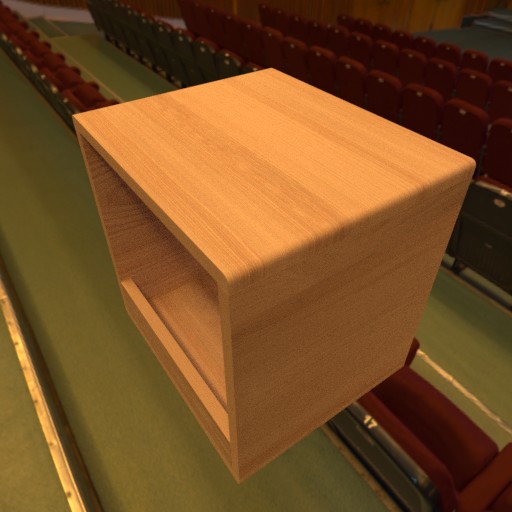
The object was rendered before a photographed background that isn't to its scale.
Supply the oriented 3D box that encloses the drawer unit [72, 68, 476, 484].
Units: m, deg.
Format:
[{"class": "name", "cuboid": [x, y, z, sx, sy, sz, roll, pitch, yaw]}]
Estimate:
[{"class": "drawer unit", "cuboid": [0.000, 0.000, 0.590, 0.290, 0.344, 0.344, -25, 46, -26]}]
